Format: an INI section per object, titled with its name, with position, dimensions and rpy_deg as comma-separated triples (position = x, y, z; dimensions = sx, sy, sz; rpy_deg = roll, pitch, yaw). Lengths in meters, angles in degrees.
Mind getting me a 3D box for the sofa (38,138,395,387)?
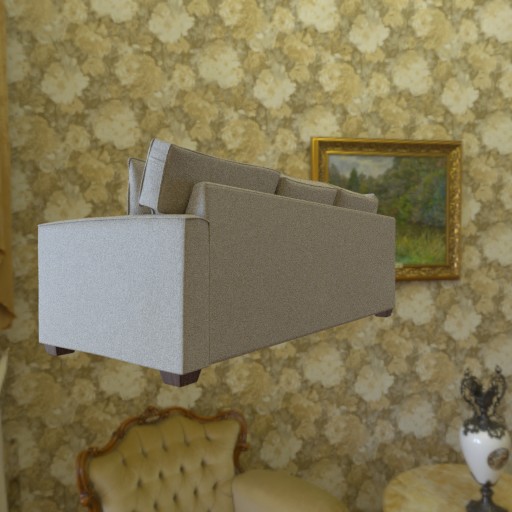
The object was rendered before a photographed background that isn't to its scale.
[sofa]
position = 0.000, 0.000, 2.811
dimensions = 1.053, 0.948, 2.323
rpy_deg = 0, 1, 36
